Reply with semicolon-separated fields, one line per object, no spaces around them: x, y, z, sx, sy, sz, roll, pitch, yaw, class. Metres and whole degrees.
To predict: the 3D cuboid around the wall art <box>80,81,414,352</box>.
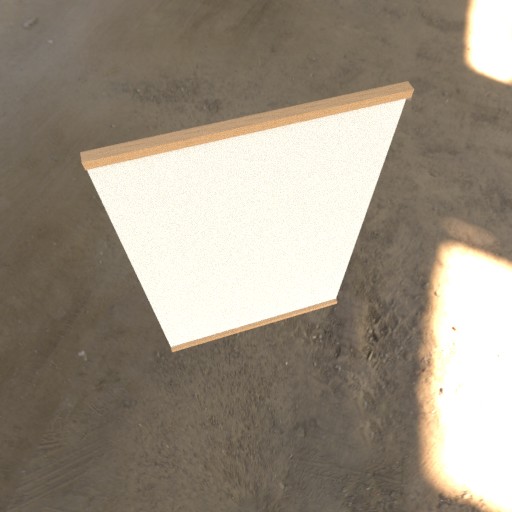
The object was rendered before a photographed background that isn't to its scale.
0.000;0.000;1.296;0.669;1.020;0.027;-15;60;-9;wall art
